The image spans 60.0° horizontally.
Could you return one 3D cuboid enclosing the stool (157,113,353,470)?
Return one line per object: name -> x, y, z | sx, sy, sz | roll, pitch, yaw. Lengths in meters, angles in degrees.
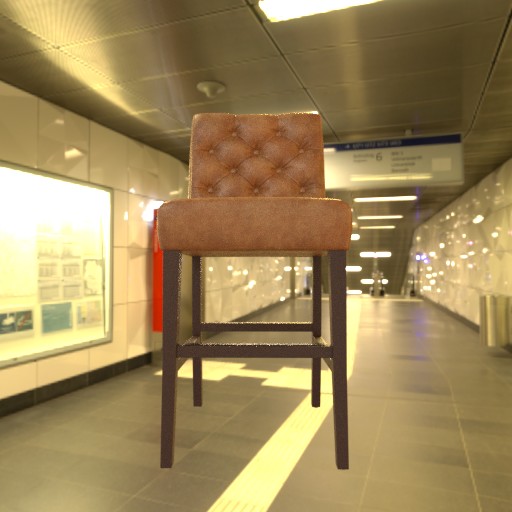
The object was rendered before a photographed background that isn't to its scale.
stool -> 0.000, 0.000, 1.364 | 0.493, 1.047, 0.601 | 0, -1, 1
